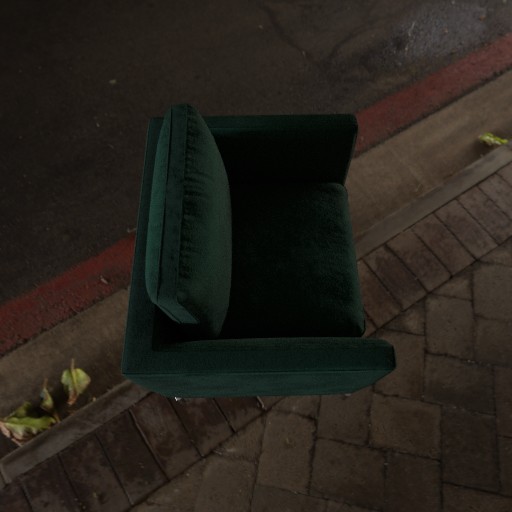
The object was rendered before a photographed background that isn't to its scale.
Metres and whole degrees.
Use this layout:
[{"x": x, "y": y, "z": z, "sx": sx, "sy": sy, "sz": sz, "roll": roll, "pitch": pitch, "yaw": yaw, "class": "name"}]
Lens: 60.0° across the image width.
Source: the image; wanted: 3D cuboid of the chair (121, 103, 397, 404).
[{"x": 0.000, "y": 0.000, "z": 1.793, "sx": 0.852, "sy": 0.997, "sz": 1.047, "roll": -1, "pitch": 64, "yaw": -1, "class": "chair"}]
